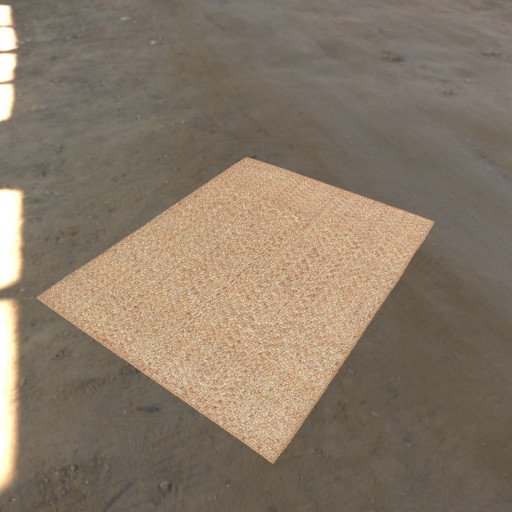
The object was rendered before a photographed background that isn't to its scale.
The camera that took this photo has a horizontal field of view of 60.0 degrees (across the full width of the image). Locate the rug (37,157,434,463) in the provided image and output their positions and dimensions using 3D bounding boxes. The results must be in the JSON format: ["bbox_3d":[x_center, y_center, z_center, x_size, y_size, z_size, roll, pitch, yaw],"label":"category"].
[{"bbox_3d":[0.000,0.000,4.164,2.439,0.013,3.048,25,46,26],"label":"rug"}]
